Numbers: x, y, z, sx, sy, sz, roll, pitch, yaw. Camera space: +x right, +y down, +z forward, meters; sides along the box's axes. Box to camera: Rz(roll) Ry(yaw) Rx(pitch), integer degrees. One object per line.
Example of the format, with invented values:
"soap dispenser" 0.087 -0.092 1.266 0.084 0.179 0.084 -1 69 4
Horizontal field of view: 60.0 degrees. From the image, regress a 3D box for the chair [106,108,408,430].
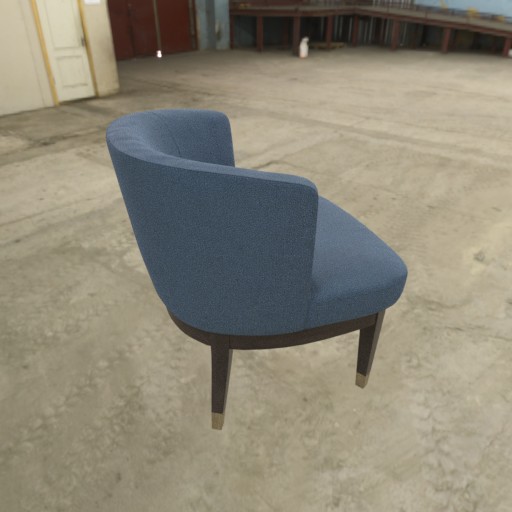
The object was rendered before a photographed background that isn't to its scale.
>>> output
"chair" 0.000 0.000 1.263 0.702 0.760 0.661 -10 32 -17
